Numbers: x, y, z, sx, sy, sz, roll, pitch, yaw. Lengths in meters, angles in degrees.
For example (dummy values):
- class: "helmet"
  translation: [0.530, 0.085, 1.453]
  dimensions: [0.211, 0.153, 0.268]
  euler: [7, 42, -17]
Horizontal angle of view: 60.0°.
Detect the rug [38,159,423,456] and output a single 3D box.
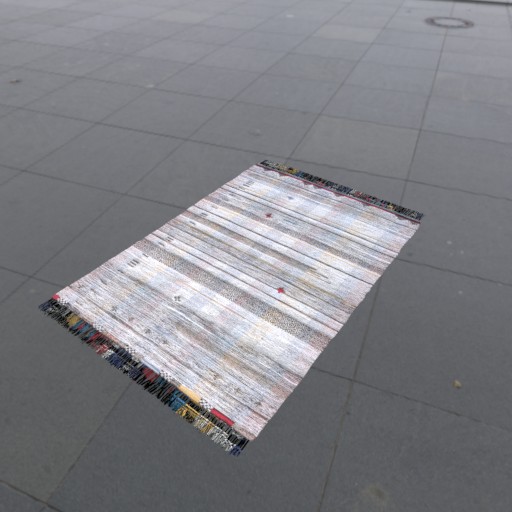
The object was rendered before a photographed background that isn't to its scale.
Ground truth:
- class: "rug"
  translation: [0.000, 0.000, 2.367]
  dimensions: [1.217, 0.012, 1.848]
  euler: [26, 46, 27]
